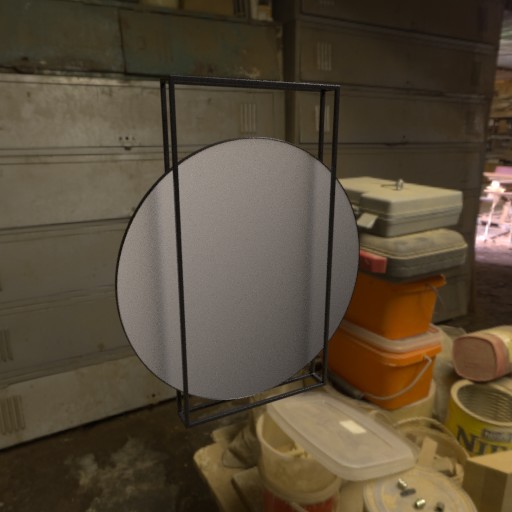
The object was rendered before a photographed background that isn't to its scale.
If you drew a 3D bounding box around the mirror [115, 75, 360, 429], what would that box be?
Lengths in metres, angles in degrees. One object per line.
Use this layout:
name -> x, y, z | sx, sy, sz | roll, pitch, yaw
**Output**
mirror -> 0.000, 0.000, 0.822 | 0.508, 0.603, 0.051 | -8, 17, -27
